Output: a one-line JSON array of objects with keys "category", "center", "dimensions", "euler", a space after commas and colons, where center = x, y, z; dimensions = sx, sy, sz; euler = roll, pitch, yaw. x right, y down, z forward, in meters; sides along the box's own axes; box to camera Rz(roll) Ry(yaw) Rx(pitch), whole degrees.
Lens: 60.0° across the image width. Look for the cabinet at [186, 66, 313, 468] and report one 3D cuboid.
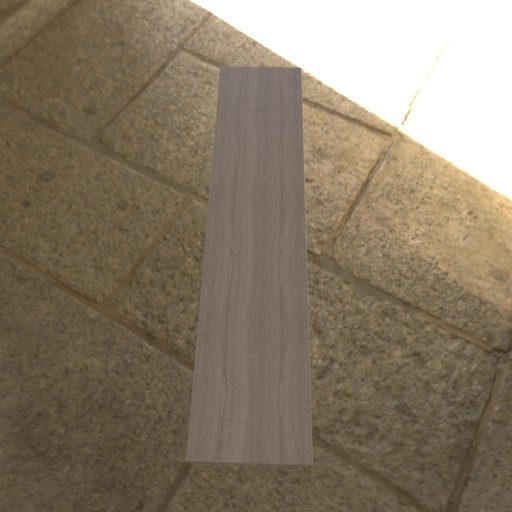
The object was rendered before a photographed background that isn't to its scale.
[{"category": "cabinet", "center": [0.000, 0.000, 2.568], "dimensions": [0.499, 0.779, 2.198], "euler": [1, 64, 1]}]
